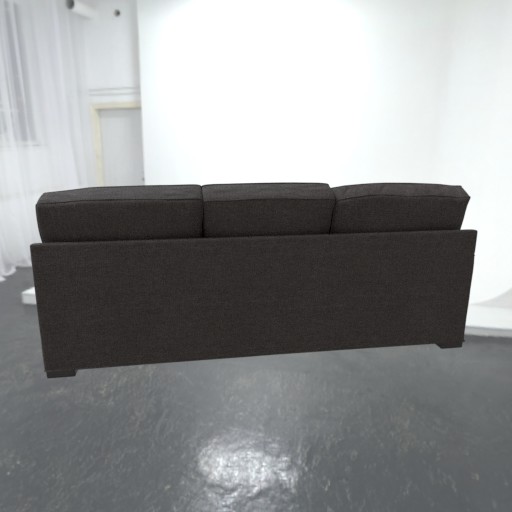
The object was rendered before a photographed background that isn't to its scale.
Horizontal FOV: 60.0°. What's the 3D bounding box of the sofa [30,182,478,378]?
[{"bbox_3d":[0.000,0.000,2.816,2.369,0.978,1.004,-2,14,-9],"label":"sofa"}]
